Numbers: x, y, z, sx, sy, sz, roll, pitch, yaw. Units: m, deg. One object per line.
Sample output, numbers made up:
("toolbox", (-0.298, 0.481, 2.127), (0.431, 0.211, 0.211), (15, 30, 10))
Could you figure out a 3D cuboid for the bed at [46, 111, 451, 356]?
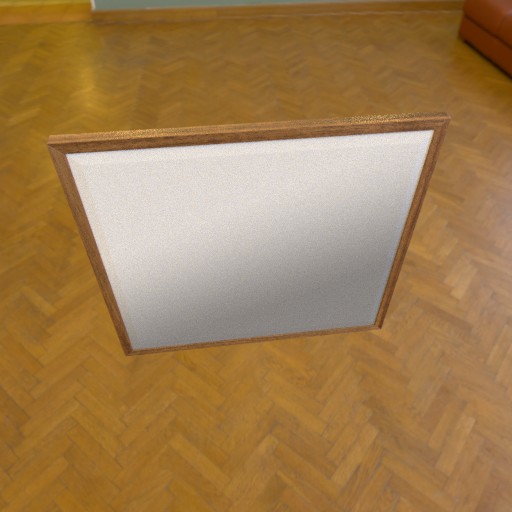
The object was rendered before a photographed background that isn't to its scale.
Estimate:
("bed", (0.000, 0.000, 1.475), (1.041, 0.940, 0.043), (-5, 45, -5))
